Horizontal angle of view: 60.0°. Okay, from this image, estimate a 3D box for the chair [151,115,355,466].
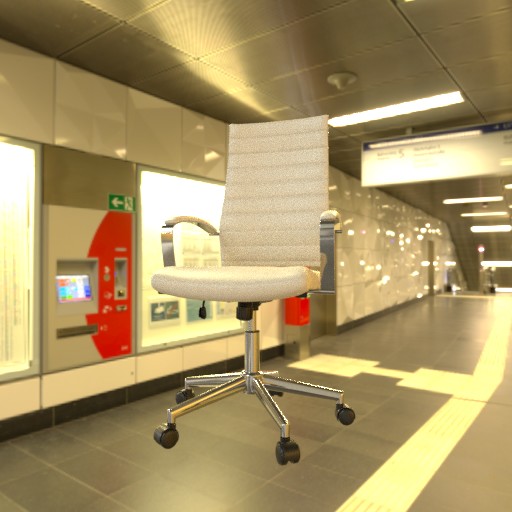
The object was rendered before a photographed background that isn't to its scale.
[{"bbox_3d":[0.000,0.000,1.569,0.679,1.149,0.679,0,-1,18],"label":"chair"}]
